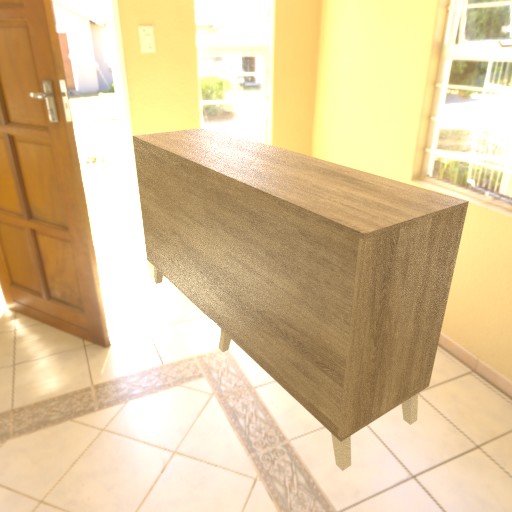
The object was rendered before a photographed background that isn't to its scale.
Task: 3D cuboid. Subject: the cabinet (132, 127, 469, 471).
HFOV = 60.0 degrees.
[{"bbox_3d":[0.000,0.000,1.995,0.450,0.870,1.600,-16,30,-31],"label":"cabinet"}]
